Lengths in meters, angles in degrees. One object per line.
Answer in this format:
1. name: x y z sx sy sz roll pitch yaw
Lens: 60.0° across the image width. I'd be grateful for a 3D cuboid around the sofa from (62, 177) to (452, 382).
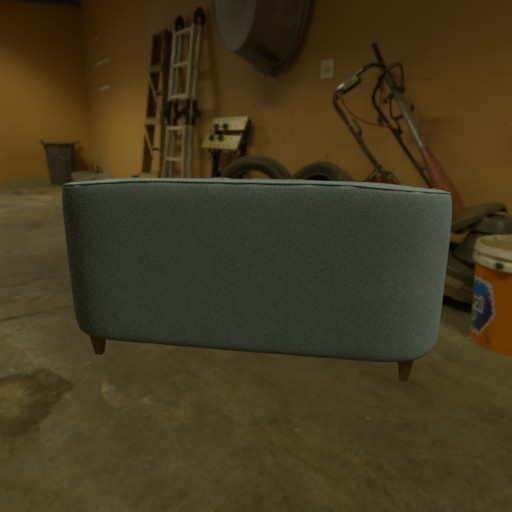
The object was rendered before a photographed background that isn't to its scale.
1. sofa: 0.000 0.000 2.260 1.733 0.855 0.941 3 16 9
